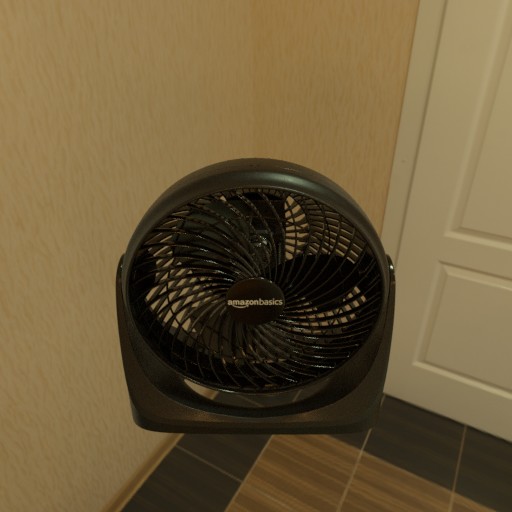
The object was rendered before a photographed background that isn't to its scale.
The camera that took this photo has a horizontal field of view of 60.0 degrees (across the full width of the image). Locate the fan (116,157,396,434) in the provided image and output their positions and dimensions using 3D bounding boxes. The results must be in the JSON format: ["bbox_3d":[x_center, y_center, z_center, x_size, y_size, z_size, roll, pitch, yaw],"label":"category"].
[{"bbox_3d":[0.000,0.000,0.494,0.273,0.277,0.256,0,31,0],"label":"fan"}]
